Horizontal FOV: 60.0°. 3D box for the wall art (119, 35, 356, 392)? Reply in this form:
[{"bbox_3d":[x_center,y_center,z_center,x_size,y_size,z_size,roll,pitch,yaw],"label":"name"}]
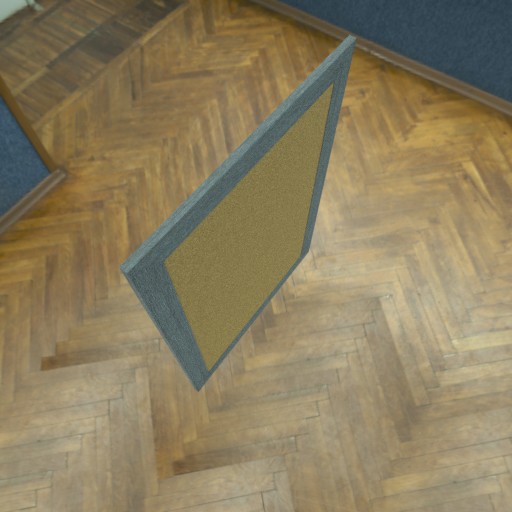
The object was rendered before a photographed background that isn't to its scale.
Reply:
[{"bbox_3d":[0.000,0.000,1.383,0.020,1.070,0.768,34,67,16],"label":"wall art"}]
